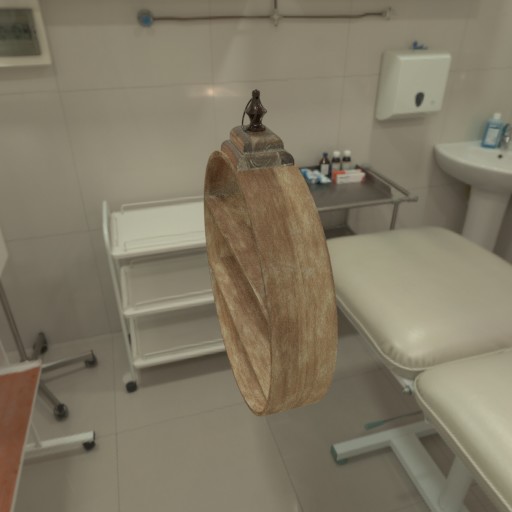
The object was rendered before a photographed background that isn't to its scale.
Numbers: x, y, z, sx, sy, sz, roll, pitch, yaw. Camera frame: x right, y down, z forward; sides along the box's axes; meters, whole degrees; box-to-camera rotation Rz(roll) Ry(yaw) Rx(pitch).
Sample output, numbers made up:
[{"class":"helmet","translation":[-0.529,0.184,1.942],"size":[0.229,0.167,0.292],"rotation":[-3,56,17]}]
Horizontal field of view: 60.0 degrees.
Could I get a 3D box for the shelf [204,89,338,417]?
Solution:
[{"class":"shelf","translation":[0.000,0.000,1.014],"size":[0.125,0.725,0.601],"rotation":[-9,32,-15]}]
